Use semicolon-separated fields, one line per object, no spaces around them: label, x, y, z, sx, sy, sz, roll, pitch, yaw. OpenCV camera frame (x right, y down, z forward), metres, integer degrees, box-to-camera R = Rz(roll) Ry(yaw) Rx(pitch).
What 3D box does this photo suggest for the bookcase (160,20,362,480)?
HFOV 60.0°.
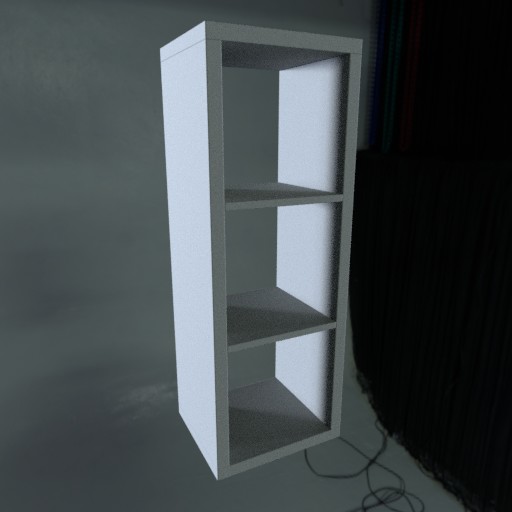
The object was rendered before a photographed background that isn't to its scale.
bookcase;0.000;0.000;1.232;0.390;1.080;0.330;-8;17;-26
